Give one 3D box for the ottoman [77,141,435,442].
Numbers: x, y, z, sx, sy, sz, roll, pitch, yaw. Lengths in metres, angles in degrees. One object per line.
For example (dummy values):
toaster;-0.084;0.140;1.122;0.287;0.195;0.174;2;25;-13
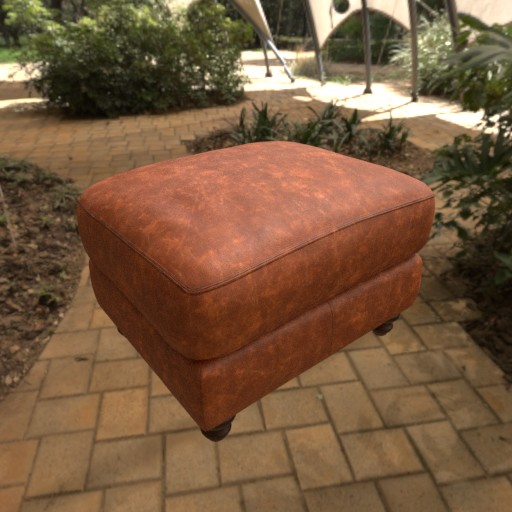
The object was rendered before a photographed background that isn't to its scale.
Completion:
ottoman;0.000;0.000;1.289;0.832;0.562;0.657;-21;36;-33
